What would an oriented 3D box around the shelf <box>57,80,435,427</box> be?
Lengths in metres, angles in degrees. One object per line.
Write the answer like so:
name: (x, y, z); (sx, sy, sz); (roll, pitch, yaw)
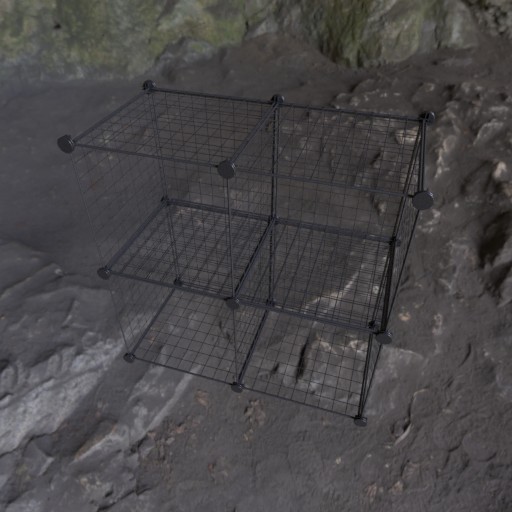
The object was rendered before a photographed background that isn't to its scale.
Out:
shelf: (0.000, 0.000, 1.142); (0.711, 0.711, 0.356); (11, 41, 13)
